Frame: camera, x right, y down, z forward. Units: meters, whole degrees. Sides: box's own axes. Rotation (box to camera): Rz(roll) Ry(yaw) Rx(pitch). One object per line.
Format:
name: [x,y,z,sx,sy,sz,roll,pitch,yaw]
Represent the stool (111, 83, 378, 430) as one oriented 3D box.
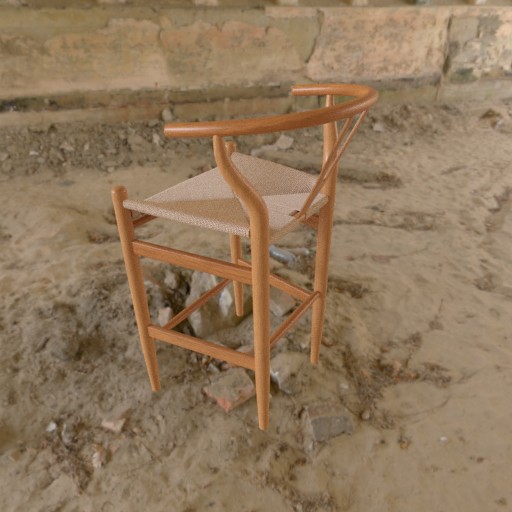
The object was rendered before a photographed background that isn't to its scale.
stool: [0.000,0.000,1.326,0.579,0.970,0.569,19,35,29]
